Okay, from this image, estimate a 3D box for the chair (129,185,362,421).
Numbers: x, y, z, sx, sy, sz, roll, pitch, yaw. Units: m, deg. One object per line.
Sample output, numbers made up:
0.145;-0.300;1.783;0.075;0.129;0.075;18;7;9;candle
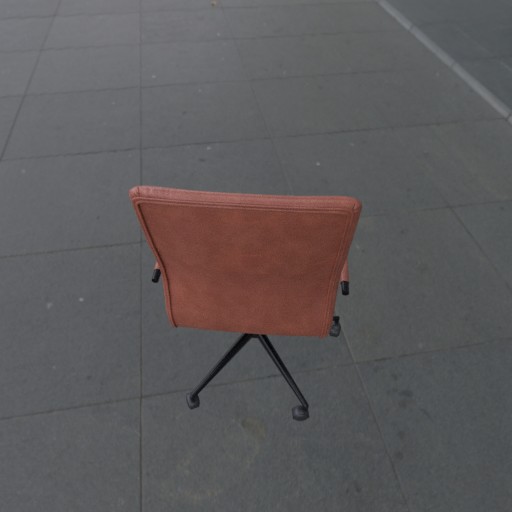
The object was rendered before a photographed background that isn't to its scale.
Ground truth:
0.000;0.000;1.263;0.600;0.878;0.578;4;47;3;chair
